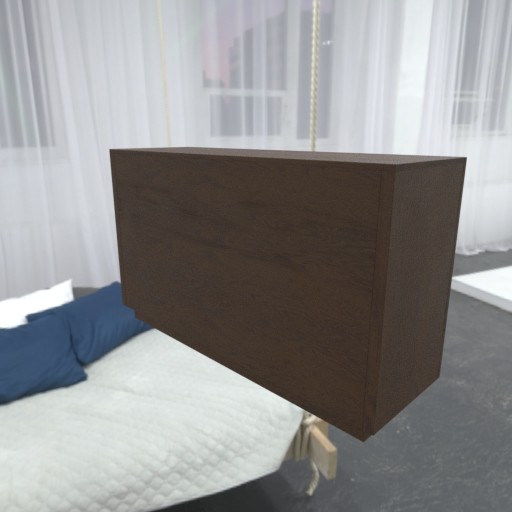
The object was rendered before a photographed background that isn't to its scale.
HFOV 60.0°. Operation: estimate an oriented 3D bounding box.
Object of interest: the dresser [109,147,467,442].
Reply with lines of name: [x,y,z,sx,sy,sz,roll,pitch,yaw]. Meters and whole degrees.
dresser: [0.000,0.000,1.945,0.512,0.889,1.523,-15,22,-43]
